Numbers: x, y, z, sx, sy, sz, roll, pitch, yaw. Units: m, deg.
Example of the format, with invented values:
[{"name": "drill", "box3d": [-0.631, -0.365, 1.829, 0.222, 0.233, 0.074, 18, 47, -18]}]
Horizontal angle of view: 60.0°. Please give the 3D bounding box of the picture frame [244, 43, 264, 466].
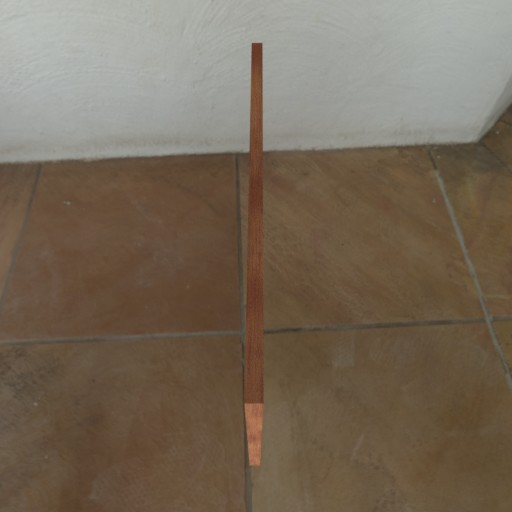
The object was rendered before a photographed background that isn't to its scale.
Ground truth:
[{"name": "picture frame", "box3d": [0.000, 0.000, 1.200, 0.029, 0.640, 0.950, 0, 57, 0]}]
